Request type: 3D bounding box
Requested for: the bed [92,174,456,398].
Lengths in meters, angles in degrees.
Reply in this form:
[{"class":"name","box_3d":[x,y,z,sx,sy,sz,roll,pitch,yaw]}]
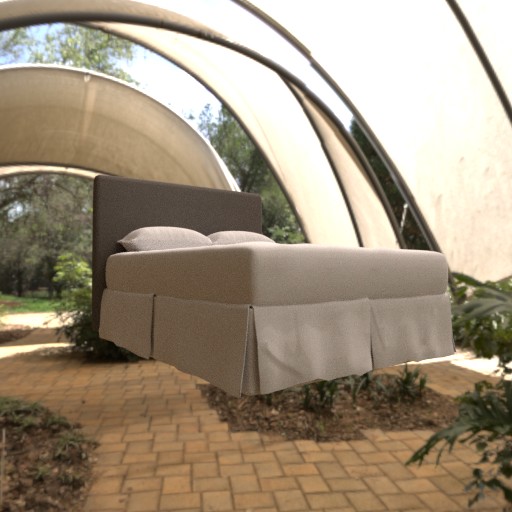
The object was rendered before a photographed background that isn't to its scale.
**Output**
[{"class":"bed","box_3d":[0.000,0.000,3.208,1.723,1.330,2.142,1,-2,-37]}]
